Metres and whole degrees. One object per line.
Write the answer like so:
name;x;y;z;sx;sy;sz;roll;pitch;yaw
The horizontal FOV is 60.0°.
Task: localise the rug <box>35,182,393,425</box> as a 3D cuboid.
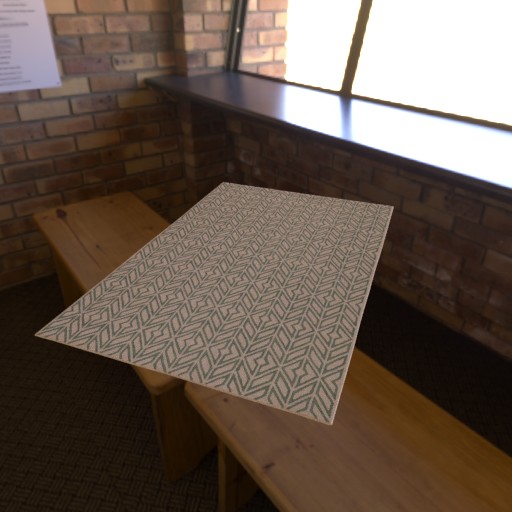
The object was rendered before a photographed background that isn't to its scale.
rug;0.000;0.000;2.341;1.220;0.007;1.828;11;32;18
